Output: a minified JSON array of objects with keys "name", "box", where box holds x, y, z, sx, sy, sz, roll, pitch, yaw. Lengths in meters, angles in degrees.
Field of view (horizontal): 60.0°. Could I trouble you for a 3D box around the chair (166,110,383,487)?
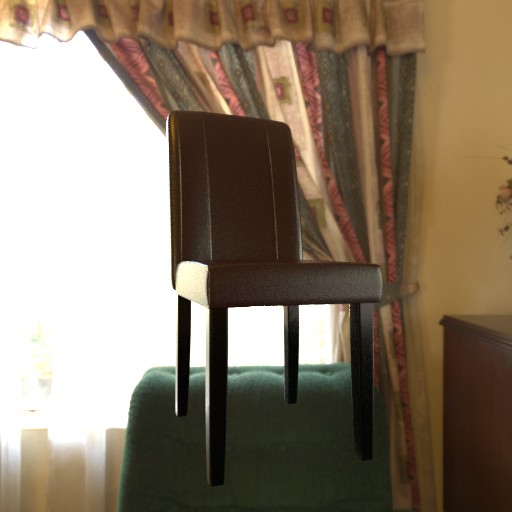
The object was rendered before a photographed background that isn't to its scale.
[{"name":"chair","box":[0.000,0.000,1.159,0.399,0.897,0.556,0,-1,-19]}]
